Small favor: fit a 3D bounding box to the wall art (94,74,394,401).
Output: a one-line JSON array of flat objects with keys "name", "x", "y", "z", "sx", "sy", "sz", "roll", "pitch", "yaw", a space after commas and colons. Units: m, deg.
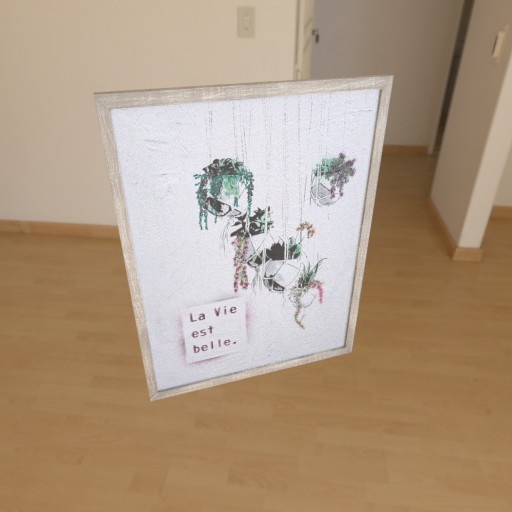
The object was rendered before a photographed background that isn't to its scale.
[{"name": "wall art", "x": 0.000, "y": 0.000, "z": 1.385, "sx": 0.781, "sy": 1.022, "sz": 0.035, "roll": -10, "pitch": 33, "yaw": -15}]
